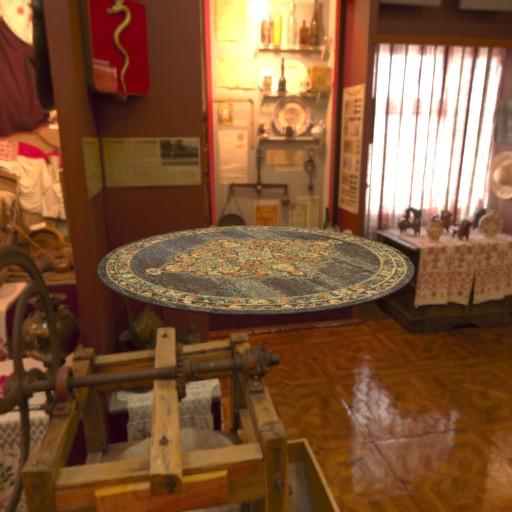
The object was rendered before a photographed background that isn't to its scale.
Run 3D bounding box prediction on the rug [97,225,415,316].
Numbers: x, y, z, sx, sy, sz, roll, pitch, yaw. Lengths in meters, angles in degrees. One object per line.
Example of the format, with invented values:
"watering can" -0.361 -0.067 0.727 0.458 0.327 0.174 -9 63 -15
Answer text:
"rug" 0.000 0.000 2.349 1.591 0.010 1.591 0 15 0
